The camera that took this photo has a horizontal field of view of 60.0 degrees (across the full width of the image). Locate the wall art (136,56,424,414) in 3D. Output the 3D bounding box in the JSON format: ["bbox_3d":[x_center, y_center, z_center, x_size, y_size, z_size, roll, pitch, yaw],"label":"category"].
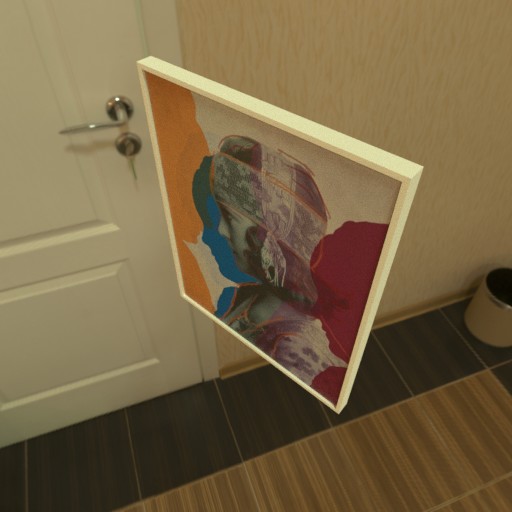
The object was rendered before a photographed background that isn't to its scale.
[{"bbox_3d":[0.000,0.000,0.759,0.443,0.549,0.030,32,54,27],"label":"wall art"}]
